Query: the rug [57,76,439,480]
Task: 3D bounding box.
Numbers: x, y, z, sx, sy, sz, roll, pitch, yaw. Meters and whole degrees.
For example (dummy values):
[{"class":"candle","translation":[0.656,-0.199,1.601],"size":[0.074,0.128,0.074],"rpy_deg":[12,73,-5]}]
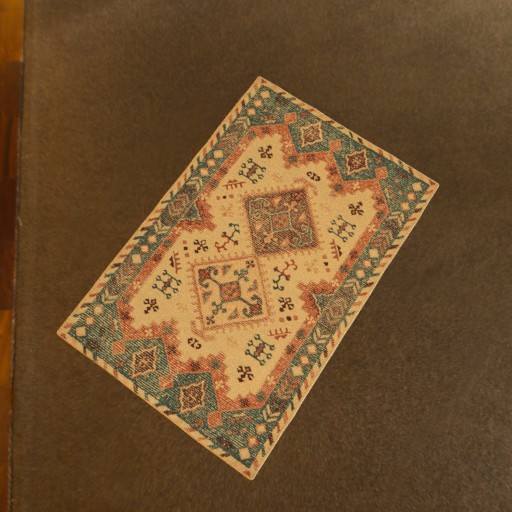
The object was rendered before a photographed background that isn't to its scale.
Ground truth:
[{"class":"rug","translation":[0.000,0.000,2.365],"size":[1.225,0.015,1.840],"rpy_deg":[34,78,8]}]
